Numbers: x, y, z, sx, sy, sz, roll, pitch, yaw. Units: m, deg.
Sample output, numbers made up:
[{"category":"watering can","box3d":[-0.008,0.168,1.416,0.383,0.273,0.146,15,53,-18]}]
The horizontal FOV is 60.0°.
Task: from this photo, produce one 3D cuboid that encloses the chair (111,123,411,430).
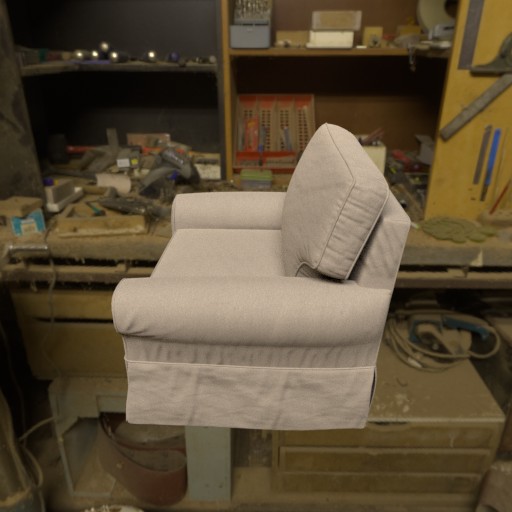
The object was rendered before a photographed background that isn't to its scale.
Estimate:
[{"category":"chair","box3d":[0.000,0.000,1.926,0.988,1.017,1.135,1,26,3]}]
